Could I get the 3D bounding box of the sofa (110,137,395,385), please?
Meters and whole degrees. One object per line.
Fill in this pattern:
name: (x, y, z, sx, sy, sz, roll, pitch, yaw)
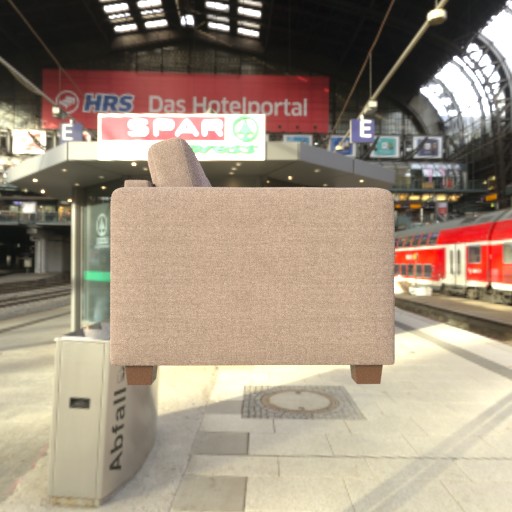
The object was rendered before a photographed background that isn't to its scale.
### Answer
sofa: (0.000, 0.000, 2.066, 0.900, 0.800, 1.520, 0, -1, -1)
